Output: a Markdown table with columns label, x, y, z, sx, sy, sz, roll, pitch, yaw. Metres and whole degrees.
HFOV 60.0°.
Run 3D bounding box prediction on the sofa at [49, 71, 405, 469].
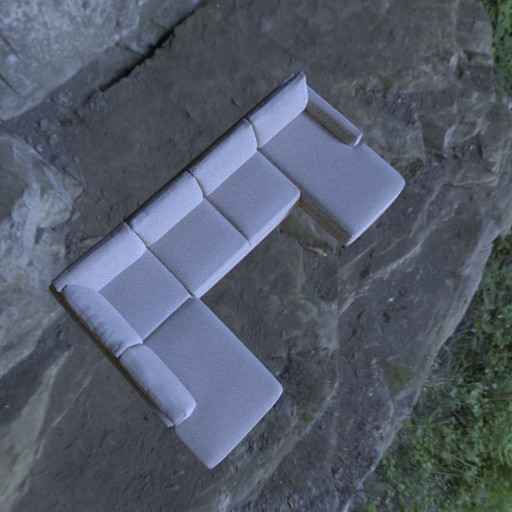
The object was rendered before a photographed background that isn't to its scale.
| label | x | y | z | sx | sy | sz | roll | pitch | yaw |
| --- | --- | --- | --- | --- | --- | --- | --- | --- | --- |
| sofa | 0.000 | 0.000 | 3.912 | 2.984 | 0.862 | 1.989 | -44 | 80 | -10 |
